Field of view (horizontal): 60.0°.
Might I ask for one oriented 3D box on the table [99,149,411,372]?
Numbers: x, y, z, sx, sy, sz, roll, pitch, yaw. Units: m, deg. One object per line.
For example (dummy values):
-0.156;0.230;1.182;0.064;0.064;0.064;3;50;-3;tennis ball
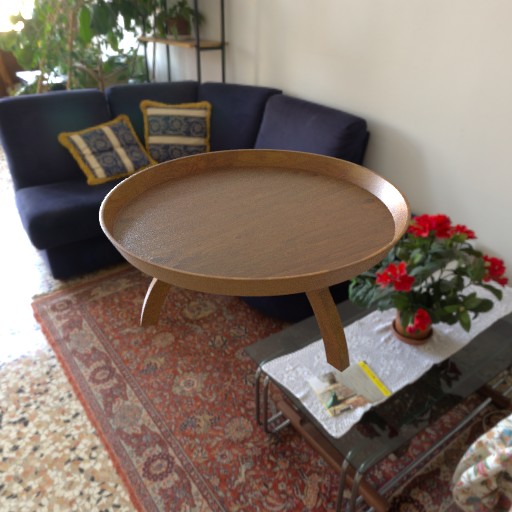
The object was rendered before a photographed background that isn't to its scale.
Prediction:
0.000;0.000;1.597;1.016;0.470;1.016;0;31;0;table
